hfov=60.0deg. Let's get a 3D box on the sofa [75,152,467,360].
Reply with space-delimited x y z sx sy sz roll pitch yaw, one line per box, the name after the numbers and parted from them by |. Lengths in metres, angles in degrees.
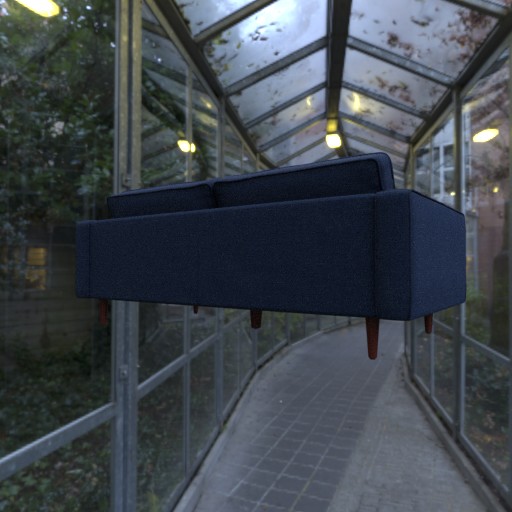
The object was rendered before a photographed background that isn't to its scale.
0.000 0.000 2.321 1.880 0.762 0.914 -1 -2 36 | sofa
